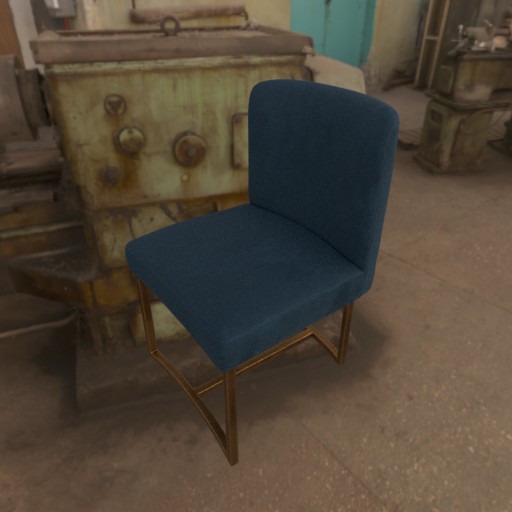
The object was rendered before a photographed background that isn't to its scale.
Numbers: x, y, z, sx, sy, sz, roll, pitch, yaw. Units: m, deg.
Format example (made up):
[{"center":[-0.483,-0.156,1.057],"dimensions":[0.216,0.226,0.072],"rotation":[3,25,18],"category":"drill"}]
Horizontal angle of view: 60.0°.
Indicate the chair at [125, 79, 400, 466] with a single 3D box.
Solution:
[{"center":[0.000,0.000,1.208],"dimensions":[0.560,0.824,0.530],"rotation":[-21,37,-30],"category":"chair"}]
